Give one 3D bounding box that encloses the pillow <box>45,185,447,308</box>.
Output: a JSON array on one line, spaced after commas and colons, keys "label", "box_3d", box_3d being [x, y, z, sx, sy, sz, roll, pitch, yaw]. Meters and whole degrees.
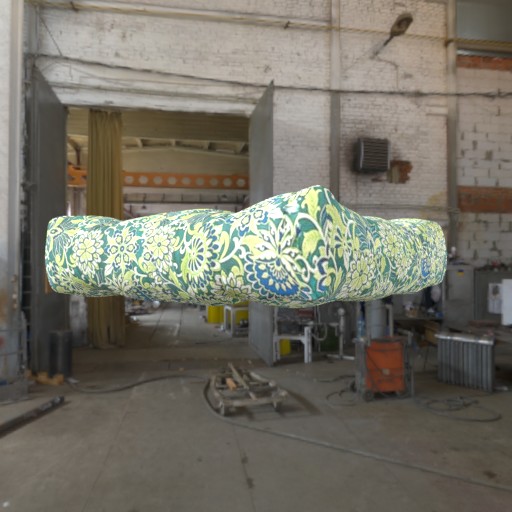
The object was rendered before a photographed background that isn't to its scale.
[{"label": "pillow", "box_3d": [0.000, 0.000, 0.716, 0.490, 0.128, 0.468, -1, -1, 36]}]
